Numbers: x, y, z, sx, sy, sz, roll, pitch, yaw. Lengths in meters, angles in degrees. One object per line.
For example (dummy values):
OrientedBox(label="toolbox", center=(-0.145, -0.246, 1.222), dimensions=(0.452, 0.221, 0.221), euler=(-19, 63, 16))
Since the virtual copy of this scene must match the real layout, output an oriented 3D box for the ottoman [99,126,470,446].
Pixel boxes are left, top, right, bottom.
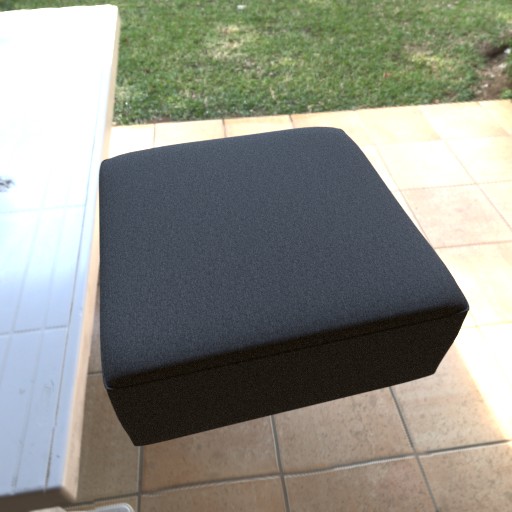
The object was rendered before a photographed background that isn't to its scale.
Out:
OrientedBox(label="ottoman", center=(0.000, 0.000, 1.592), dimensions=(1.015, 0.464, 1.005), euler=(-10, 48, -9))
